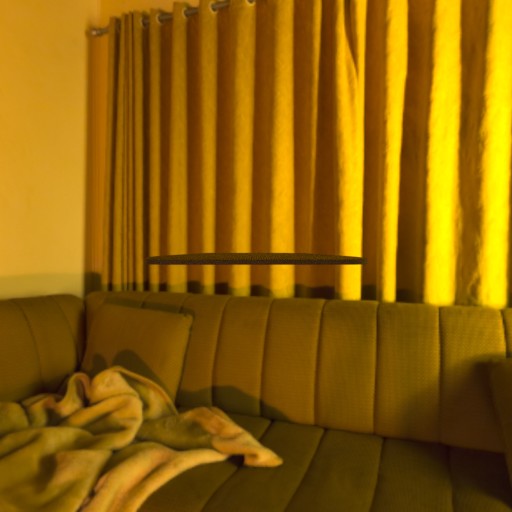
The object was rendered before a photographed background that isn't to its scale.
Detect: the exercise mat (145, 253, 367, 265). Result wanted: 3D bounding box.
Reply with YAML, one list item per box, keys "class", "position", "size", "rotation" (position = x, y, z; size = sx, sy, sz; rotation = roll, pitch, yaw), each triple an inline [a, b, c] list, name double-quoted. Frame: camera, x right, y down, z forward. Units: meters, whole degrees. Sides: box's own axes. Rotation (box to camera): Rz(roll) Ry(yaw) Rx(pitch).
- class: "exercise mat"
  position: [0.000, 0.000, 2.106]
  size: [0.616, 0.021, 1.869]
  rotation: [0, 1, 0]
